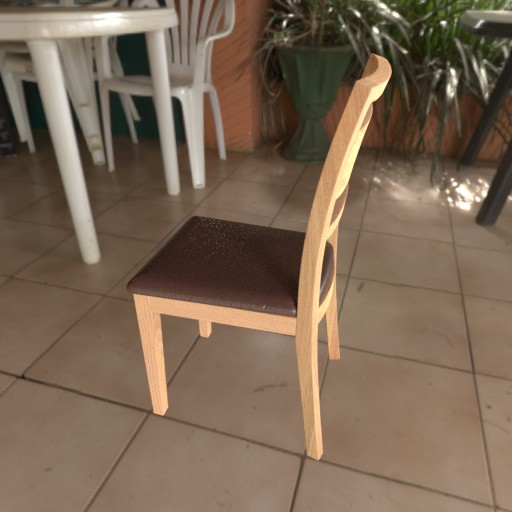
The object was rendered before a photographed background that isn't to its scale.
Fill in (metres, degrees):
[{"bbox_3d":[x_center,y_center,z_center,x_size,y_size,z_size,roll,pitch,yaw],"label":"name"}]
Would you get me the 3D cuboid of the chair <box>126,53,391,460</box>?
[{"bbox_3d":[0.000,0.000,1.156,0.545,0.940,0.420,8,32,14],"label":"chair"}]
